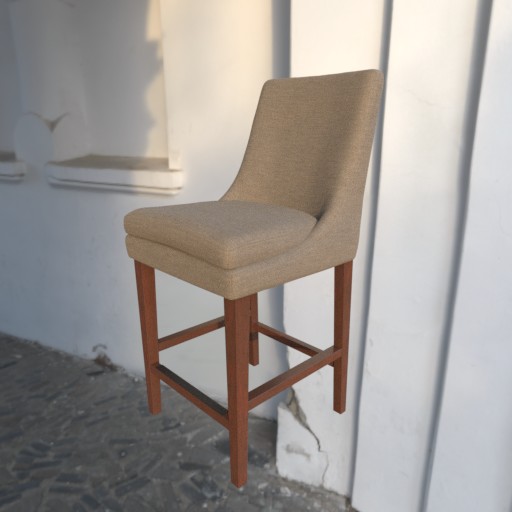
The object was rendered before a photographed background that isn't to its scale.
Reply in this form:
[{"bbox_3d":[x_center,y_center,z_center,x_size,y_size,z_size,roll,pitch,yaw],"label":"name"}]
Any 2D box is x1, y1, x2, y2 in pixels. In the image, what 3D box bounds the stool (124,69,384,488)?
[{"bbox_3d":[0.000,0.000,1.246,0.577,0.981,0.470,-15,22,-41],"label":"stool"}]
